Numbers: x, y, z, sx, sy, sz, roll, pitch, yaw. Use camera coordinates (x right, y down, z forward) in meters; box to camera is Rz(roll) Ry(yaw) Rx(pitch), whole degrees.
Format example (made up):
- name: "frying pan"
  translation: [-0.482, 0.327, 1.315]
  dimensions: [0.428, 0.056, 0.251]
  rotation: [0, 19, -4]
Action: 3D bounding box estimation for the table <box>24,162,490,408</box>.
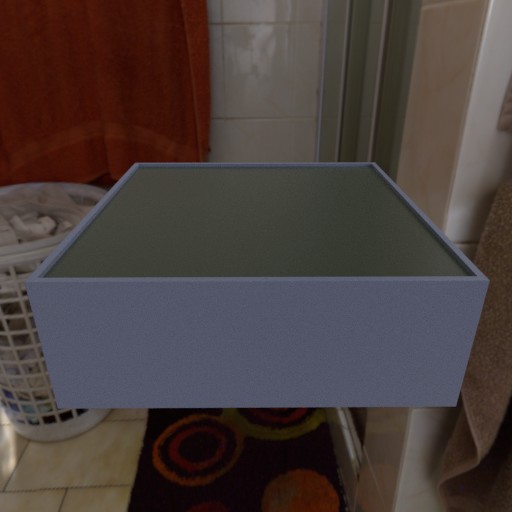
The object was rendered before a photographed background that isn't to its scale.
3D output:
- name: "table"
  translation: [0.000, 0.000, 1.188]
  dimensions: [0.801, 0.299, 0.801]
  rotation: [0, 26, 0]
